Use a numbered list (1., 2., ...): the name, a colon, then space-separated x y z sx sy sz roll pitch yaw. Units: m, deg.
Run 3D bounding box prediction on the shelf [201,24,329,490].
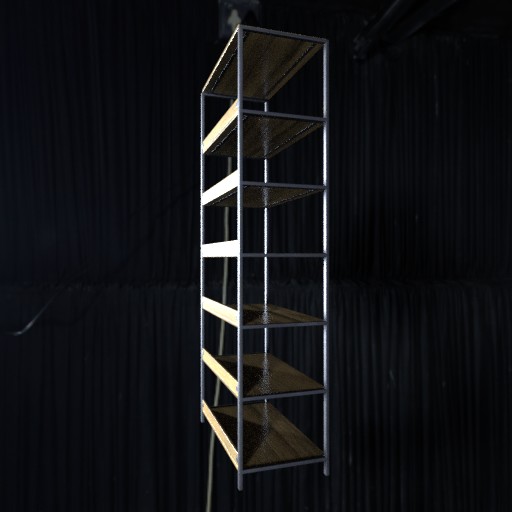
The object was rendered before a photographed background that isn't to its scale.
1. shelf: 0.000 0.000 2.373 0.431 2.015 0.847 0 0 -18
